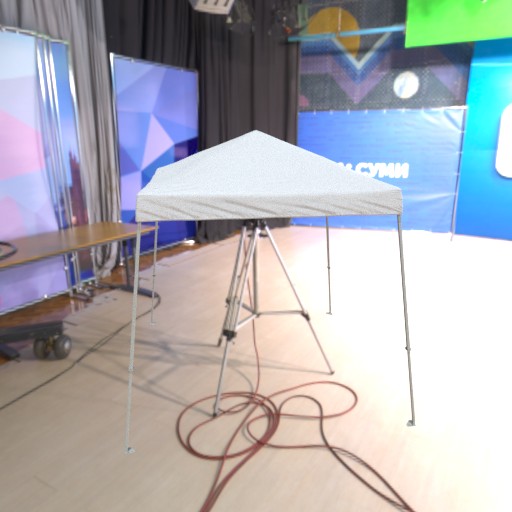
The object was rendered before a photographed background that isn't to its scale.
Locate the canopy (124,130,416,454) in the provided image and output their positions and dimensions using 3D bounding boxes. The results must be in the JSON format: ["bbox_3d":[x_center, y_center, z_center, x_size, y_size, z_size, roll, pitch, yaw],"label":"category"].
[{"bbox_3d":[0.000,0.000,5.220,2.850,2.850,2.849,-2,16,-8],"label":"canopy"}]
